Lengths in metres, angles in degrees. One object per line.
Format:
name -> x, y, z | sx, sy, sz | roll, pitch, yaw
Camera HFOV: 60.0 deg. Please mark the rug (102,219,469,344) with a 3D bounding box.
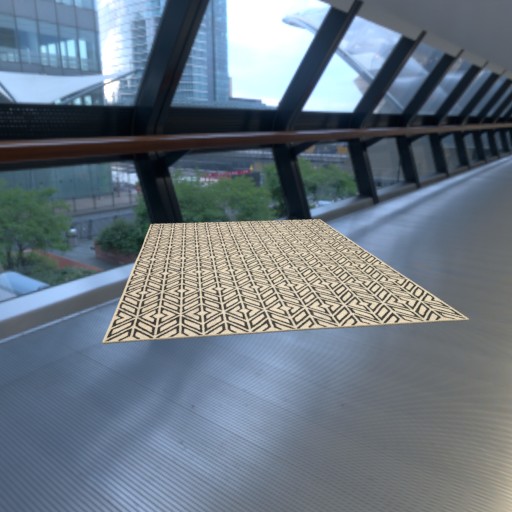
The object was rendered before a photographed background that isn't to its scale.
rug -> 0.000, 0.000, 2.312 | 1.220, 0.007, 1.828 | -2, 16, -8
